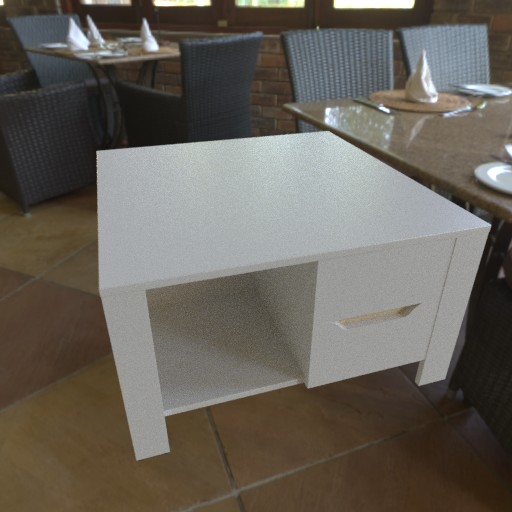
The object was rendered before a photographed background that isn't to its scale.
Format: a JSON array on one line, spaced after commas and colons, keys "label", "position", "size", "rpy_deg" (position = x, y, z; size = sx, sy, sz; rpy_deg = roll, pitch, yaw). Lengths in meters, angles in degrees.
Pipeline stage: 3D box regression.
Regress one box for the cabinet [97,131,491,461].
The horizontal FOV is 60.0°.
[{"label": "cabinet", "position": [0.000, 0.000, 1.285], "size": [0.800, 0.460, 0.800], "rpy_deg": [-9, 32, -15]}]
